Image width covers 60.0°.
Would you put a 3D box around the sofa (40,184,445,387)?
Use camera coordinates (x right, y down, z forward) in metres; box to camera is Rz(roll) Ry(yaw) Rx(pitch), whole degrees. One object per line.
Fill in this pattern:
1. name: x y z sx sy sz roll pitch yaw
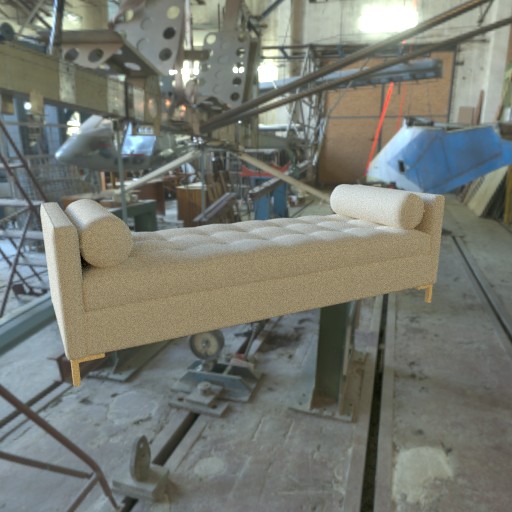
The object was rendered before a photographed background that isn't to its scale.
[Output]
1. sofa: 0.000 0.000 2.355 1.985 0.641 0.746 -8 16 -27
